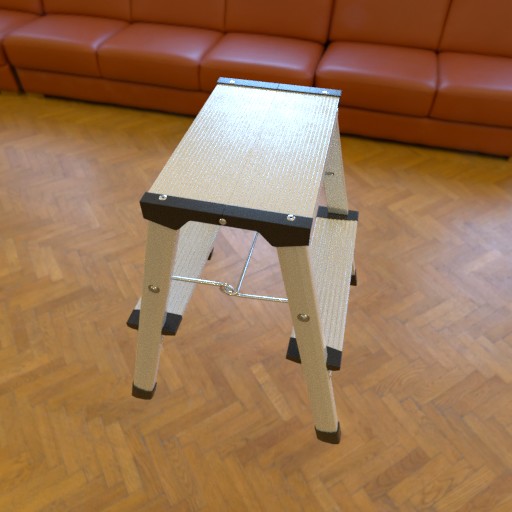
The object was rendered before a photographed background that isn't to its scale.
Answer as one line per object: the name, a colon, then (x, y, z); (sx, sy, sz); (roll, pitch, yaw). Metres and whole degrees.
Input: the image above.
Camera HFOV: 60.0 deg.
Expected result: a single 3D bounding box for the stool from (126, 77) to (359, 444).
stool: (0.000, 0.000, 0.788); (0.405, 0.480, 0.404); (10, 48, 9)
